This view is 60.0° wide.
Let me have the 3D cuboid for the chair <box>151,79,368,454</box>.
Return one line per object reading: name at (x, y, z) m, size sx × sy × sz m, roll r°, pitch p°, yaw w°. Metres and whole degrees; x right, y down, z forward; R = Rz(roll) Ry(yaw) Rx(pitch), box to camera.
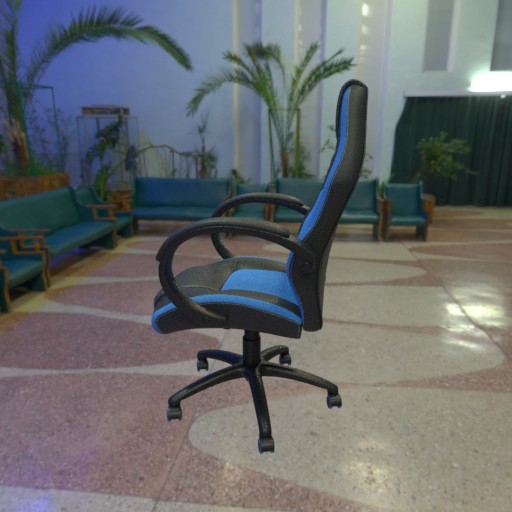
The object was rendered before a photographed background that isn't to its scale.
chair at (0.000, 0.000, 1.628) m, size 0.724 × 1.187 × 0.673 m, roll 3°, pitch 16°, yaw 9°
